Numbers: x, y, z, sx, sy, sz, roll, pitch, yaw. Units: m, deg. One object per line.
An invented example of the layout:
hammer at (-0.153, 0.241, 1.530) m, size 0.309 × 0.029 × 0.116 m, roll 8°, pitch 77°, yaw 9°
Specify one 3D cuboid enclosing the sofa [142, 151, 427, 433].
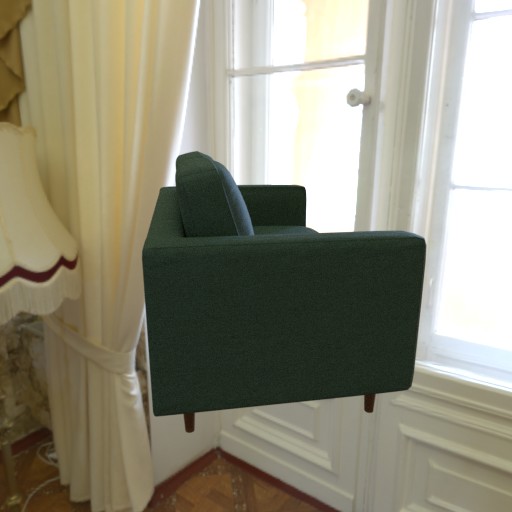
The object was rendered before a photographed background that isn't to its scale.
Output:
sofa at (0.000, 0.000, 2.011) m, size 0.879 × 0.899 × 1.430 m, roll -3°, pitch 16°, yaw -9°
